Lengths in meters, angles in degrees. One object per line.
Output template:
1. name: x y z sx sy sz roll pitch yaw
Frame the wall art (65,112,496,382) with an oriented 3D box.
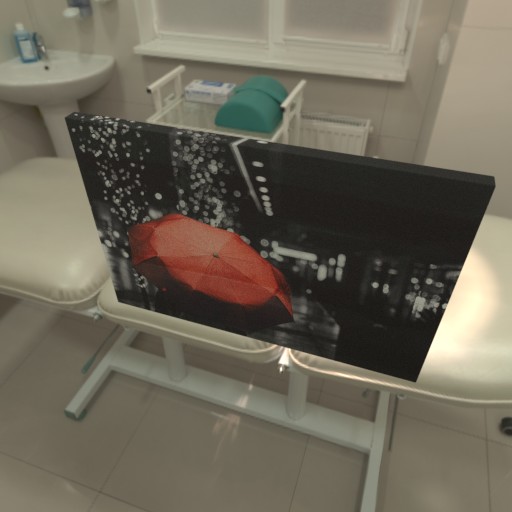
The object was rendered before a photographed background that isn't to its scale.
1. wall art: 0.000 0.000 1.110 0.914 0.609 0.038 13 42 14
